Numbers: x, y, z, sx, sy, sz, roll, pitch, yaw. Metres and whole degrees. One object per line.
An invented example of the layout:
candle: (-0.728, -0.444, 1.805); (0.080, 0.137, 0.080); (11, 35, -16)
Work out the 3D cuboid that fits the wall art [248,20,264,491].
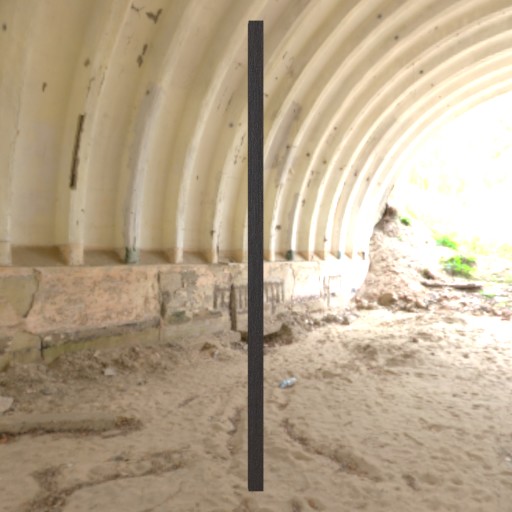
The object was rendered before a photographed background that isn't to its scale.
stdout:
wall art: (0.000, 0.000, 0.662); (0.017, 0.513, 0.359); (0, 0, 0)
